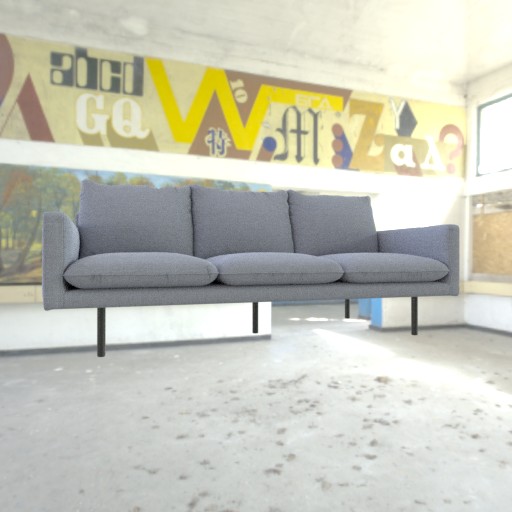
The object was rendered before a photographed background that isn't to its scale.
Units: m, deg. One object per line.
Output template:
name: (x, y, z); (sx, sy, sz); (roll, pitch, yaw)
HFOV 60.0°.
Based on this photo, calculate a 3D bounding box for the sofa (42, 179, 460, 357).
sofa: (0.000, 0.000, 2.377); (2.000, 0.830, 0.850); (0, 0, -19)
